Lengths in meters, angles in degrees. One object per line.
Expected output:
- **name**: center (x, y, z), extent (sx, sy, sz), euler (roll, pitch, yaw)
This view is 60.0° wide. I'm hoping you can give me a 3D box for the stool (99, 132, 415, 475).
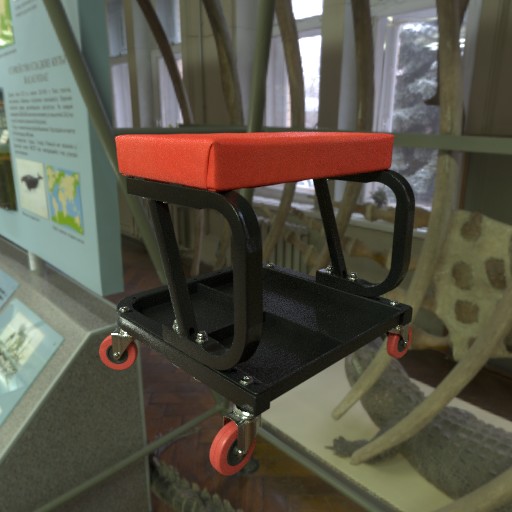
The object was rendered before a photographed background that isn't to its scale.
- **stool**: center (0.000, 0.000, 0.713), extent (0.446, 0.380, 0.371), euler (-15, 22, -42)
